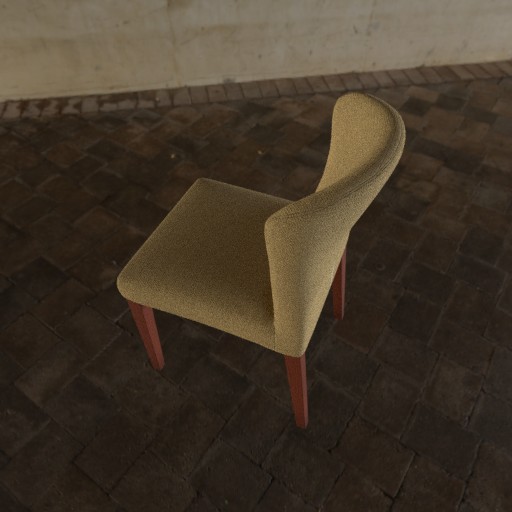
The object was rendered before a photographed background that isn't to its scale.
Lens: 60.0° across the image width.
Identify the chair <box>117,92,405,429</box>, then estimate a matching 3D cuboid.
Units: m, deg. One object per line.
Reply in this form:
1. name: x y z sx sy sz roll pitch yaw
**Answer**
1. chair: 0.000 0.000 1.190 0.589 0.839 0.491 16 49 15
